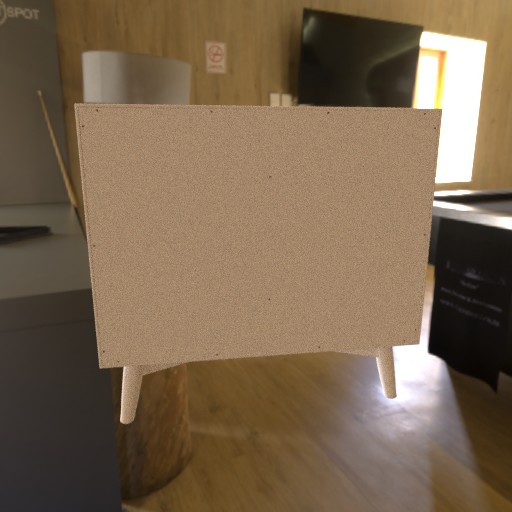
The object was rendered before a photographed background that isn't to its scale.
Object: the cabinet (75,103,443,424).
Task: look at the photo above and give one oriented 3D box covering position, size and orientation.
[{"bbox_3d":[0.000,0.000,1.232,0.800,0.761,0.398,-2,14,-9],"label":"cabinet"}]
